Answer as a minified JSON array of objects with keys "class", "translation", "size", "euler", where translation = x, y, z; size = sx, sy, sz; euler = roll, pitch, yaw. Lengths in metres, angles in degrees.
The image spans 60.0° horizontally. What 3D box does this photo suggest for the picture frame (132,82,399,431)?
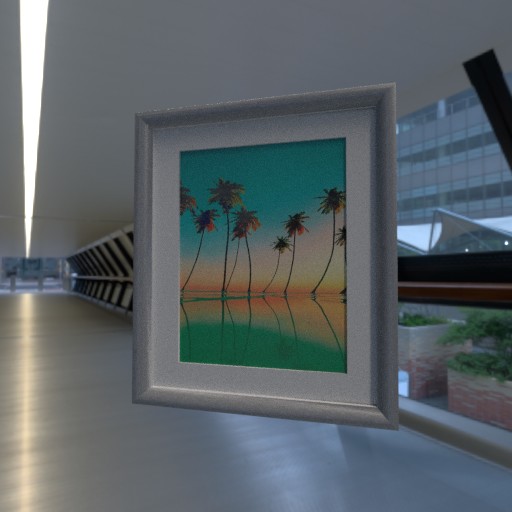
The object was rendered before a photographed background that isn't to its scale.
[{"class":"picture frame","translation":[0.000,0.000,0.539],"size":[0.327,0.378,0.027],"euler":[0,-2,17]}]
